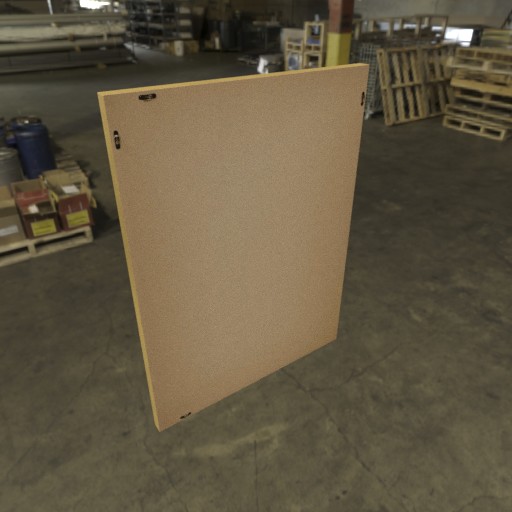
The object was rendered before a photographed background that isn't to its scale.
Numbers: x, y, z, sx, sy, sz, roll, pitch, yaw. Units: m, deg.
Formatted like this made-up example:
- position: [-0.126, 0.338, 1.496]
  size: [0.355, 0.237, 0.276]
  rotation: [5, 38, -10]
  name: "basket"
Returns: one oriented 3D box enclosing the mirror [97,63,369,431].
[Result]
- position: [0.000, 0.000, 1.336]
  size: [0.762, 1.016, 0.040]
  rotation: [-20, 36, -30]
  name: "mirror"
